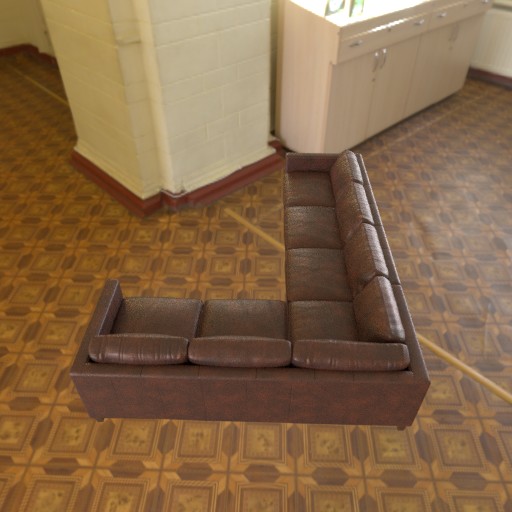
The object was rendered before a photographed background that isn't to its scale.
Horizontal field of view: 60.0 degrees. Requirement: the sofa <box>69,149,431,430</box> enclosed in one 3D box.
[{"bbox_3d":[0.000,0.000,4.314,2.438,0.836,3.152,1,41,1],"label":"sofa"}]
